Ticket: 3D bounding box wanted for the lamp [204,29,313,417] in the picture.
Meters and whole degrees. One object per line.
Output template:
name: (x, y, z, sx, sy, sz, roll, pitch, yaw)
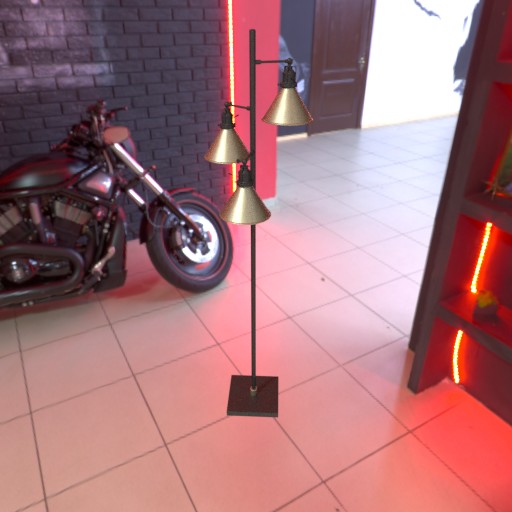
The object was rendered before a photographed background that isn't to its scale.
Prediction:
lamp: (0.000, 0.000, 1.883, 0.428, 1.716, 0.415, 1, 29, 2)
